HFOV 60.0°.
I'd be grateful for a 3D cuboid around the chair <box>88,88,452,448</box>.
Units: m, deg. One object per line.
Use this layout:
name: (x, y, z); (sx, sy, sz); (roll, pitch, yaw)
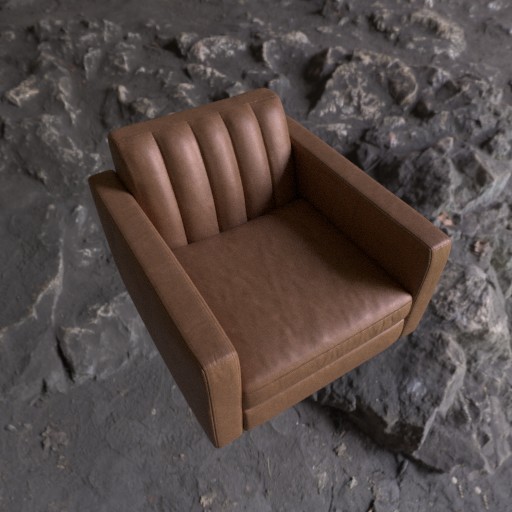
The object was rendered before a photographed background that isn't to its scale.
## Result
chair: (0.000, 0.000, 1.705); (0.953, 0.819, 0.998); (-24, 51, -21)
